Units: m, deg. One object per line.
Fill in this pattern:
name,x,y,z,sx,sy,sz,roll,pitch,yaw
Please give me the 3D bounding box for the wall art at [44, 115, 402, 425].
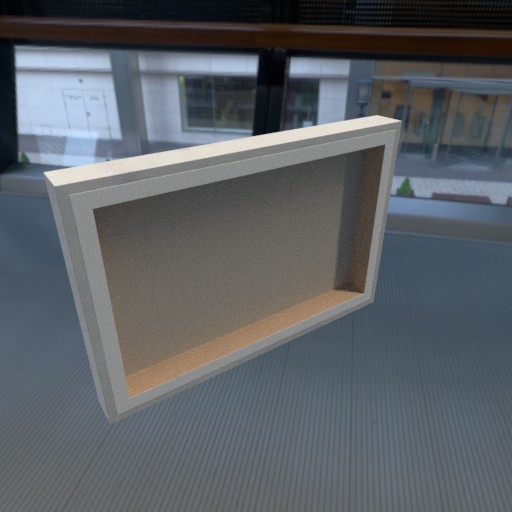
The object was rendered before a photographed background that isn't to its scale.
wall art,0.000,0.000,0.492,0.381,0.254,0.038,-18,34,-29
